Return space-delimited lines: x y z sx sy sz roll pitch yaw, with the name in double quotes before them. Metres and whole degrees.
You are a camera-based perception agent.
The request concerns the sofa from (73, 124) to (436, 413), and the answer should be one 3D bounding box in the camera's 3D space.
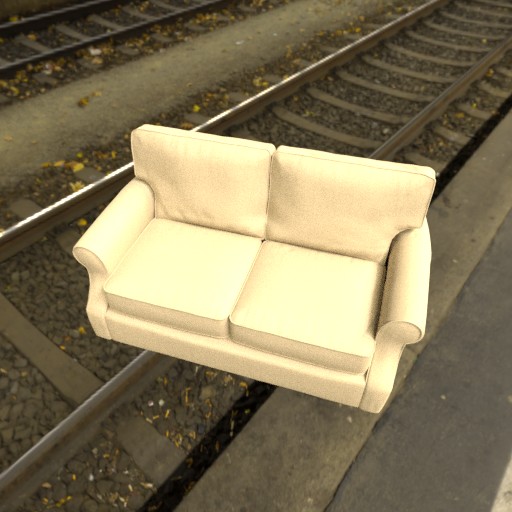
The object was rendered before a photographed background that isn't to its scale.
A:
"sofa" 0.000 0.000 2.274 1.665 0.937 0.964 12 45 12
